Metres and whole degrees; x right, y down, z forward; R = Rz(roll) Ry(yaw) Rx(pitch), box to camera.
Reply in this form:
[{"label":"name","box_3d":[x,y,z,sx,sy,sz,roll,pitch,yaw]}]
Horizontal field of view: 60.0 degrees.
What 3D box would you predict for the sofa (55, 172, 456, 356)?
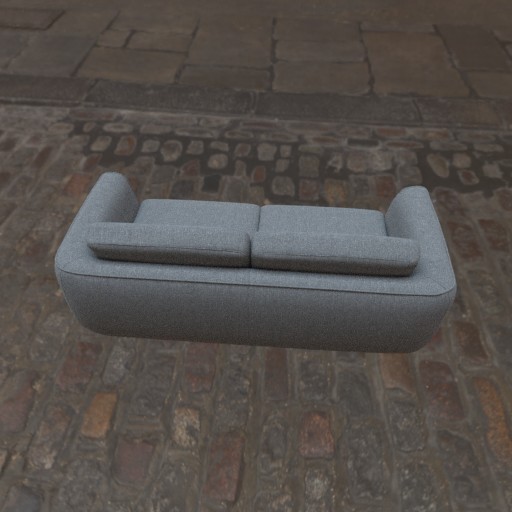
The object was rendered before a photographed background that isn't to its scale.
[{"label":"sofa","box_3d":[0.000,0.000,2.521,2.000,0.870,0.920,3,46,3]}]
